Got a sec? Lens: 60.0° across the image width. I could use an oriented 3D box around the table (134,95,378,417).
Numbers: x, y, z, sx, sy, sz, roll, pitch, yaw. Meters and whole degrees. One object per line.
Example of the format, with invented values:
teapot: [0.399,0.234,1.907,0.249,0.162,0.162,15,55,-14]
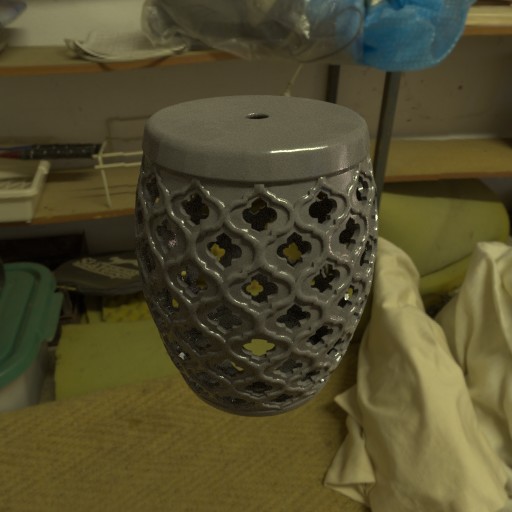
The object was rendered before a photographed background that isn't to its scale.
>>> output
table: [0.000,0.000,0.626,0.325,0.388,0.325,0,31,0]
